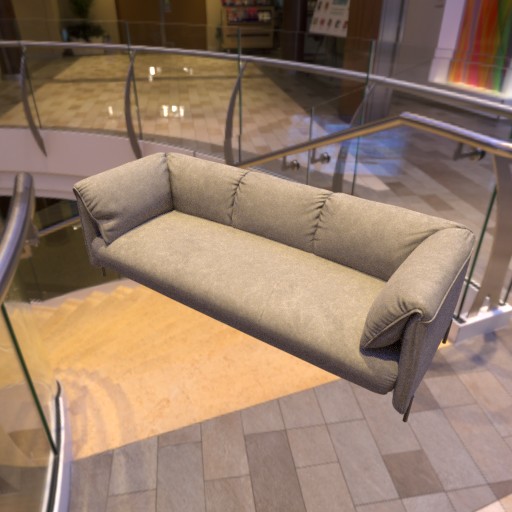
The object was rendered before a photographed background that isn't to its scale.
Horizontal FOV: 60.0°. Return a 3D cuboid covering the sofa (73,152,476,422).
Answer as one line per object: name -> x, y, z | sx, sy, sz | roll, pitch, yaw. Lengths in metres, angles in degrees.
sofa -> 0.000, 0.000, 2.686 | 2.238, 0.758, 0.899 | 20, 36, 29
